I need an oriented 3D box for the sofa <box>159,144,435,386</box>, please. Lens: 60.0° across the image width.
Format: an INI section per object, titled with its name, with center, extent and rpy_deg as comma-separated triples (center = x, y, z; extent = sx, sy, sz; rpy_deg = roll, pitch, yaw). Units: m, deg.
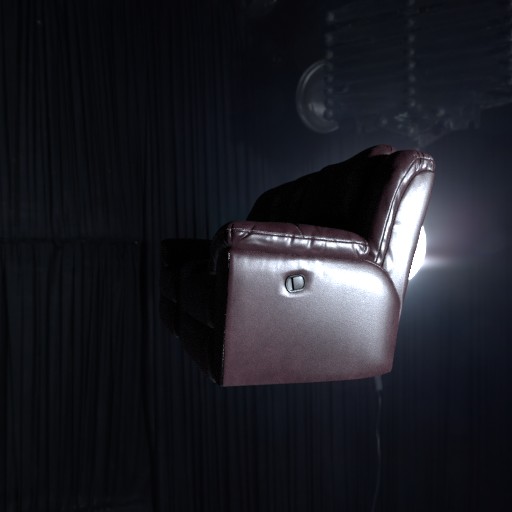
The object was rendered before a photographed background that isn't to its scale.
[sofa]
center = 0.000, 0.000, 2.638
extent = 0.991, 1.043, 2.058
rpy_deg = 0, 0, -19
